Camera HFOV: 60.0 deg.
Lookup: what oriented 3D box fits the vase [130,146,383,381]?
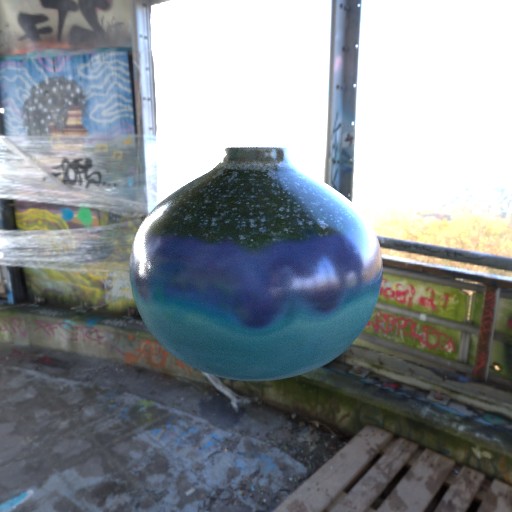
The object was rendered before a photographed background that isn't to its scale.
[{"bbox_3d":[0.000,0.000,0.278,0.154,0.133,0.154,0,14,0],"label":"vase"}]
